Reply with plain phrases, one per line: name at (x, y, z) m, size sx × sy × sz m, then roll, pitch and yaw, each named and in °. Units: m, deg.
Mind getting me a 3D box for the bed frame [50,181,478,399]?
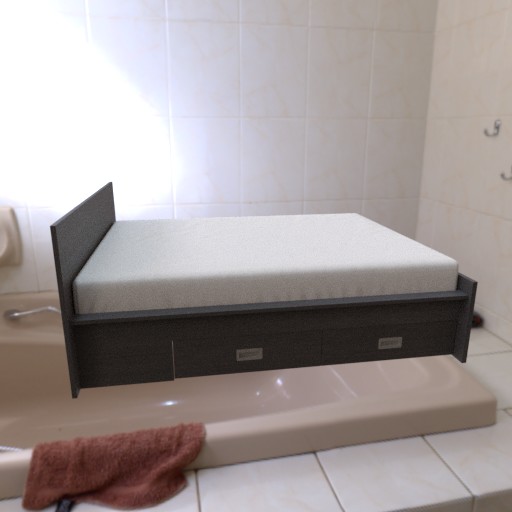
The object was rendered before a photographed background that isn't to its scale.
bed frame at (0.000, 0.000, 2.825) m, size 1.960 × 0.800 × 1.622 m, roll -3°, pitch 16°, yaw -9°
